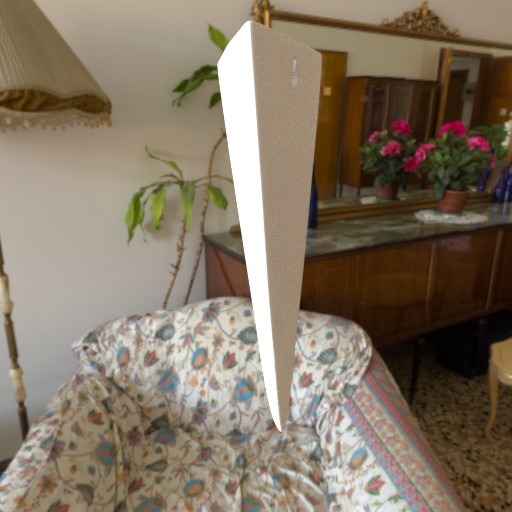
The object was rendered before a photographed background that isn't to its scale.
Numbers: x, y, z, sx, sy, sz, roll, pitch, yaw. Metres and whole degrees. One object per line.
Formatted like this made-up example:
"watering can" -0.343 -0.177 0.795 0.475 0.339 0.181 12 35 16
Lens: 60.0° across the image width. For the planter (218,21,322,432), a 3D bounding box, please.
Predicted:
"planter" 0.000 0.000 0.385 0.065 0.338 0.143 7 18 24
